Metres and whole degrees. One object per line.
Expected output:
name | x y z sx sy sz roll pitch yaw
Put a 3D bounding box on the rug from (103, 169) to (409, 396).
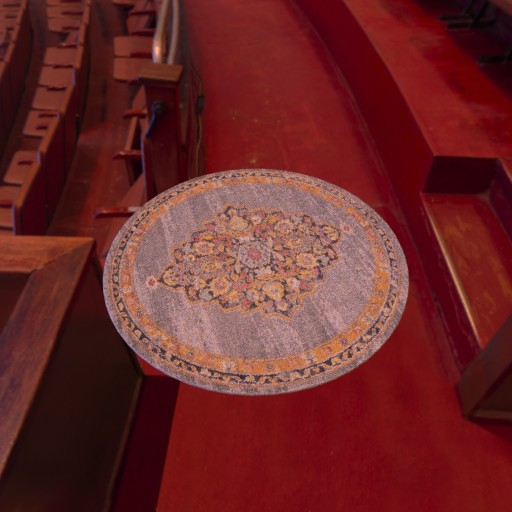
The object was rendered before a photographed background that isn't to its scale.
rug | 0.000 0.000 3.547 2.382 0.014 2.382 0 46 0
